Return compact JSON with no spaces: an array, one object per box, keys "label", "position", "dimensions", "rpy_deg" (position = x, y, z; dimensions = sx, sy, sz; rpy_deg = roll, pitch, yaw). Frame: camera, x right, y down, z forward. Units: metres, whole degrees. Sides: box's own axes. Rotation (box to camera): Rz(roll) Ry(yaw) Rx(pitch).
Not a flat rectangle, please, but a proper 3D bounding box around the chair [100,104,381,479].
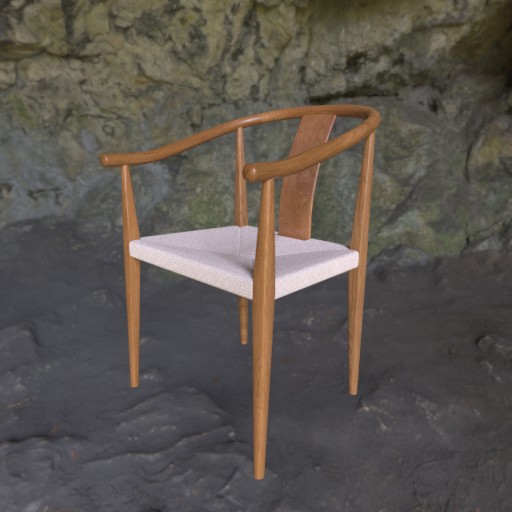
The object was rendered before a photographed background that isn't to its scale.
[{"label":"chair","position":[0.000,0.000,1.206],"dimensions":[0.556,0.800,0.579],"rpy_deg":[15,21,43]}]
